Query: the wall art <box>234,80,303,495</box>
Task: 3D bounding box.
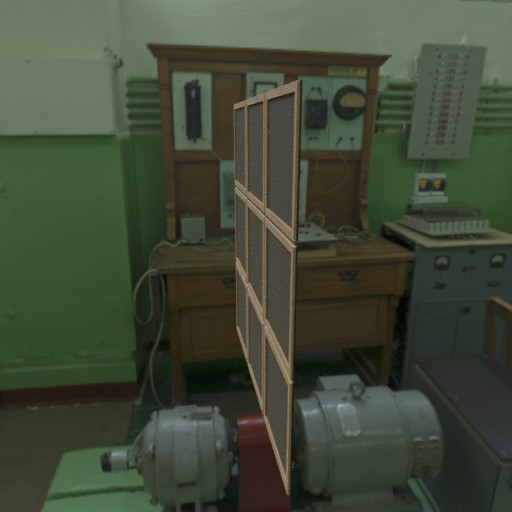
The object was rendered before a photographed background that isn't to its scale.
[{"bbox_3d":[0.000,0.000,1.796,0.013,1.218,1.216,-3,16,-9],"label":"wall art"}]
